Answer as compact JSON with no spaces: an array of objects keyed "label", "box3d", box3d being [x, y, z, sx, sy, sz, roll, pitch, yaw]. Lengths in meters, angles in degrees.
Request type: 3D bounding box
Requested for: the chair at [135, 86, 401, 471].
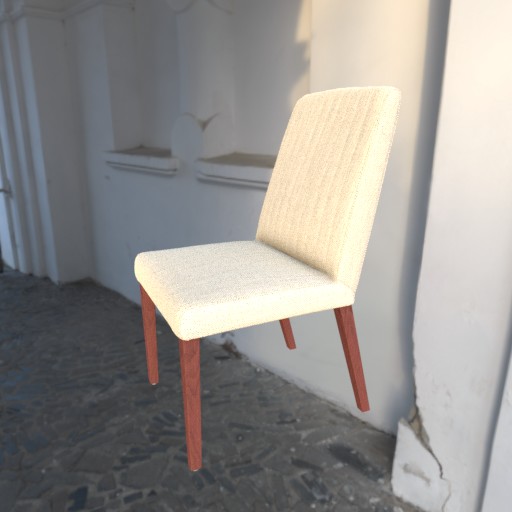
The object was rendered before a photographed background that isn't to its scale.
[{"label":"chair","box3d":[0.000,0.000,1.242,0.594,0.900,0.480,-8,18,-25]}]
